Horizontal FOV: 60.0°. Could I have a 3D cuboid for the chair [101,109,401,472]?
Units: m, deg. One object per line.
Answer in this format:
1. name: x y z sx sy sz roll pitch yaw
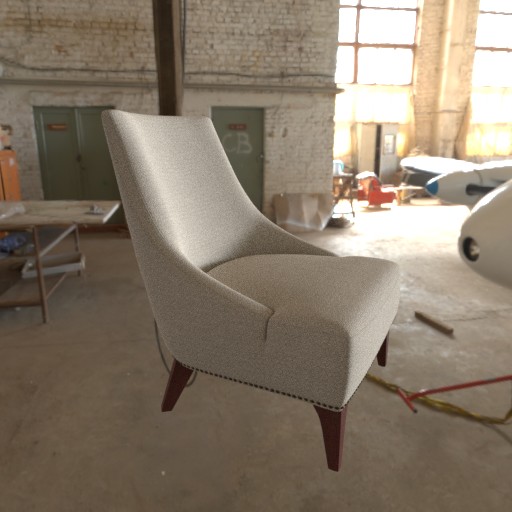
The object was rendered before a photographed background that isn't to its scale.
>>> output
1. chair: 0.000 0.000 1.459 0.861 0.909 0.701 7 17 26
